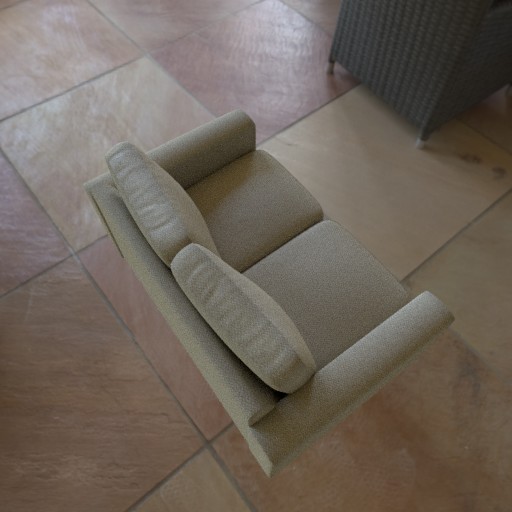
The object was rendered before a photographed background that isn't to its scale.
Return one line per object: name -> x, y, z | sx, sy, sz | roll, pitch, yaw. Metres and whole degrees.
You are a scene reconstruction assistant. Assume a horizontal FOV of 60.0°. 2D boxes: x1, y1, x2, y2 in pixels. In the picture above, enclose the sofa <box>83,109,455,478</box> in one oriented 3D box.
sofa -> 0.000, 0.000, 2.165 | 1.016, 0.873, 1.616 | -32, 64, -18
